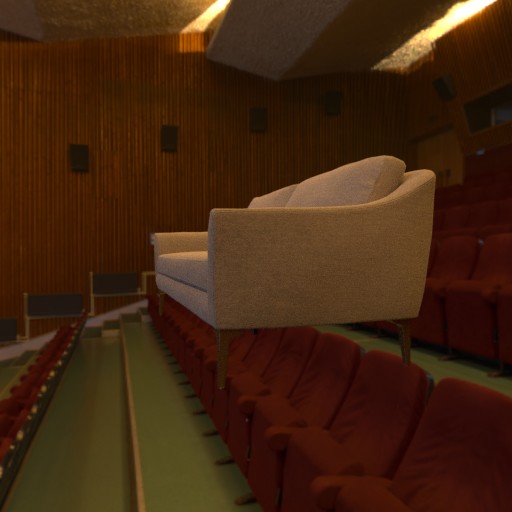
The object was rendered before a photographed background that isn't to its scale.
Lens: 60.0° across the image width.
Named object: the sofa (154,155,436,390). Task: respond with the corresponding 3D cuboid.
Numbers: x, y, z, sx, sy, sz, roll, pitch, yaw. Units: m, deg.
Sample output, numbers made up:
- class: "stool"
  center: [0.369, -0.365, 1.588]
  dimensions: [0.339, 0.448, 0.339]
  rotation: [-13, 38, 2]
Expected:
- class: "sofa"
  center: [0.000, 0.000, 2.584]
  dimensions: [0.980, 0.913, 2.036]
  rotation: [0, 0, -18]
